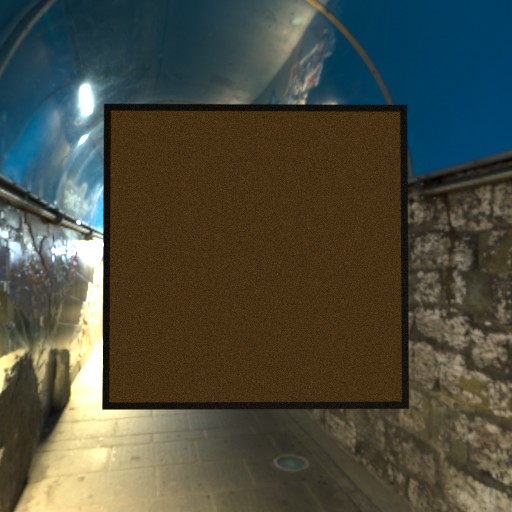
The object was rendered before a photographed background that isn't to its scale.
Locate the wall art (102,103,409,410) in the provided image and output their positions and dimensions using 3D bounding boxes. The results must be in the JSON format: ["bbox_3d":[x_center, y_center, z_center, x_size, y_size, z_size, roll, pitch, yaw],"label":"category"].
[{"bbox_3d":[0.000,0.000,1.126,0.763,0.763,0.038,0,-1,-1],"label":"wall art"}]
